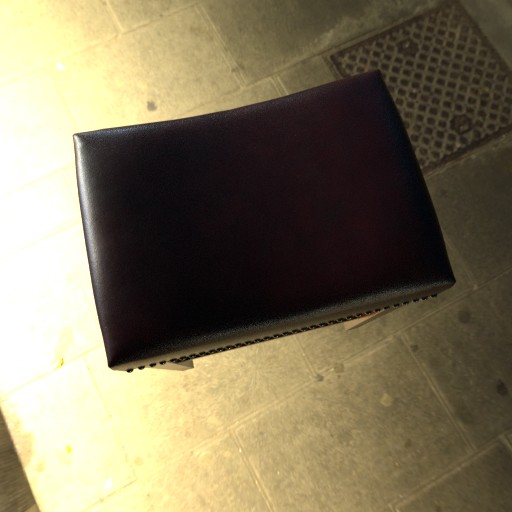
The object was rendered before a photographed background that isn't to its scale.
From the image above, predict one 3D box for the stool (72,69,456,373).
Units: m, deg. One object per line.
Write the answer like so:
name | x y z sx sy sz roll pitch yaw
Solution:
stool | 0.000 0.000 0.934 0.504 0.657 0.372 -13 76 -3
